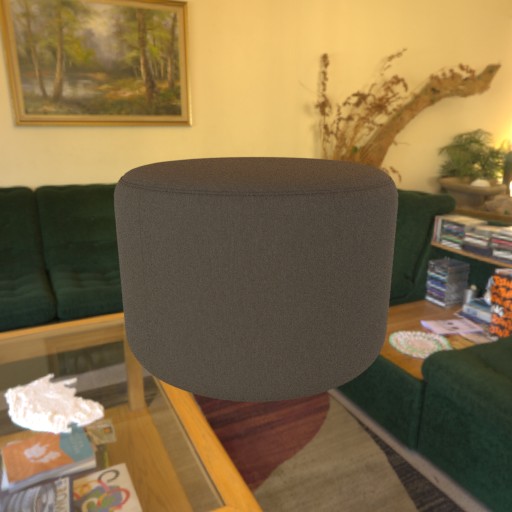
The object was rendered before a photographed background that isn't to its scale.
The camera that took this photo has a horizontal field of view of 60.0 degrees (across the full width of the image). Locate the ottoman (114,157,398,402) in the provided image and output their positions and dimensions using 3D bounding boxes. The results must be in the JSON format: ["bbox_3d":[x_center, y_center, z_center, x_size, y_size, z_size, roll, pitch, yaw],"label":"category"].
[{"bbox_3d":[0.000,0.000,1.031,0.608,0.433,0.608,0,16,0],"label":"ottoman"}]
